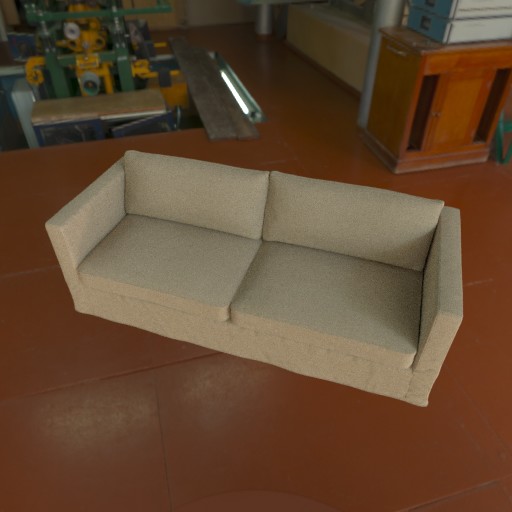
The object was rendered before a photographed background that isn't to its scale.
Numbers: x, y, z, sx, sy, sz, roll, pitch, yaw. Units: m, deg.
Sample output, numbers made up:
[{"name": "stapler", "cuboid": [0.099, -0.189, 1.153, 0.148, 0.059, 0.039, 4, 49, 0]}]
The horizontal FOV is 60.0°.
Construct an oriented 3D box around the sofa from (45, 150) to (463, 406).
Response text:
[{"name": "sofa", "cuboid": [0.000, 0.000, 2.755, 2.296, 0.847, 0.956, 12, 42, 14]}]
